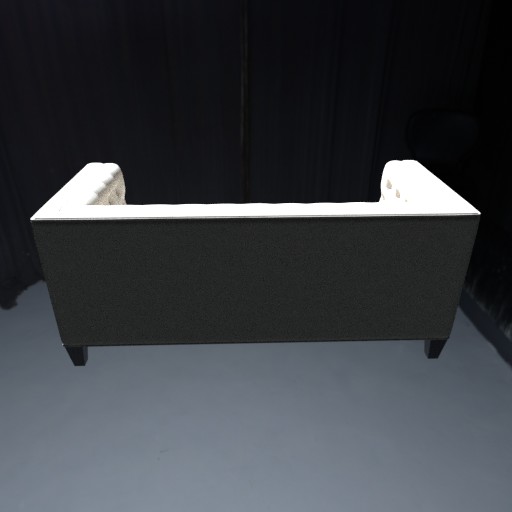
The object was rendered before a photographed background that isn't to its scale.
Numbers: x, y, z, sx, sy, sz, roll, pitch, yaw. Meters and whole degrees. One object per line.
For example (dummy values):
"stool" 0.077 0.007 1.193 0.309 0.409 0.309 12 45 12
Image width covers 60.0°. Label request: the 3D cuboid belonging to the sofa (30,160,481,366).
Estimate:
"sofa" 0.000 0.000 2.244 1.778 0.762 0.775 -1 28 -2
